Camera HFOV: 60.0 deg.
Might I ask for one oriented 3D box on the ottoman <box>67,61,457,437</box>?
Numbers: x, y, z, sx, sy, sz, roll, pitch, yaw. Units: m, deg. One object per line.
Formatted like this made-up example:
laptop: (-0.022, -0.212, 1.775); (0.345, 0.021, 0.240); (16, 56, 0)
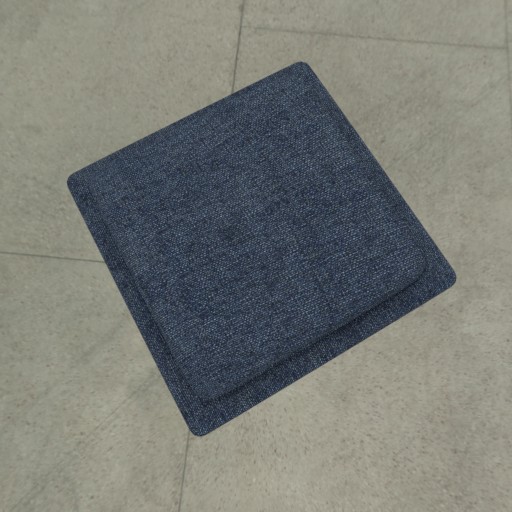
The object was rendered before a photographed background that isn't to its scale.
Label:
ottoman: (0.000, 0.000, 0.841); (0.450, 0.460, 0.450); (-29, 77, -7)
